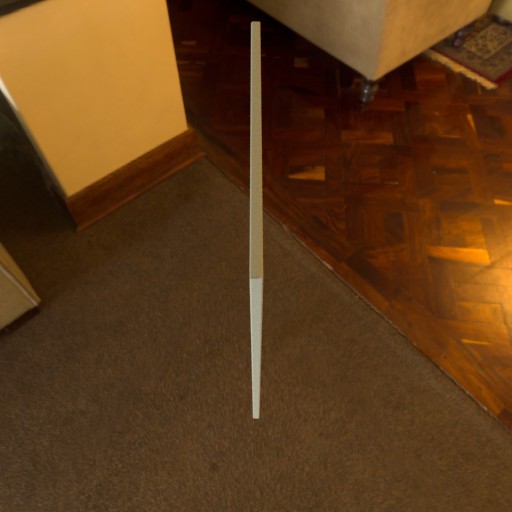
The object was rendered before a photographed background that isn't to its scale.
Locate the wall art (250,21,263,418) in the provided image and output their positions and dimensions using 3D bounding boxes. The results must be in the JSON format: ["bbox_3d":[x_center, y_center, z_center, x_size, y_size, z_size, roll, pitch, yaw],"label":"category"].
[{"bbox_3d":[0.000,0.000,0.689,0.012,0.529,0.374,0,58,0],"label":"wall art"}]
